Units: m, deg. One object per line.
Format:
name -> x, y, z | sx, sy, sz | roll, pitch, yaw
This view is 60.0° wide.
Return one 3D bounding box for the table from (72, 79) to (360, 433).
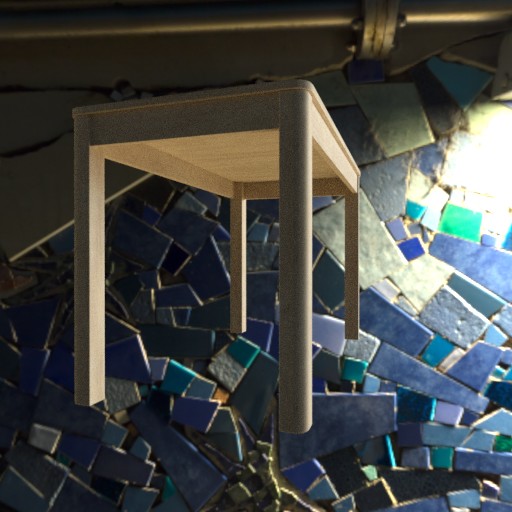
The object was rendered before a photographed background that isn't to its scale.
table -> 0.000, 0.000, 1.891 | 0.750, 0.900, 1.400 | 0, 0, 19
